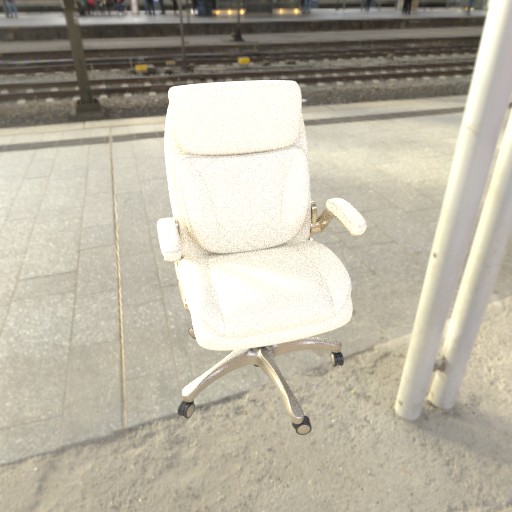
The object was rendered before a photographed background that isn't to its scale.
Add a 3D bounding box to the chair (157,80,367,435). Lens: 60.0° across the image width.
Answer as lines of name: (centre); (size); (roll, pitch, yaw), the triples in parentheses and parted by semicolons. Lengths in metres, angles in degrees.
chair: (0.000, 0.000, 1.645); (0.740, 1.110, 0.794); (-10, 32, -16)
